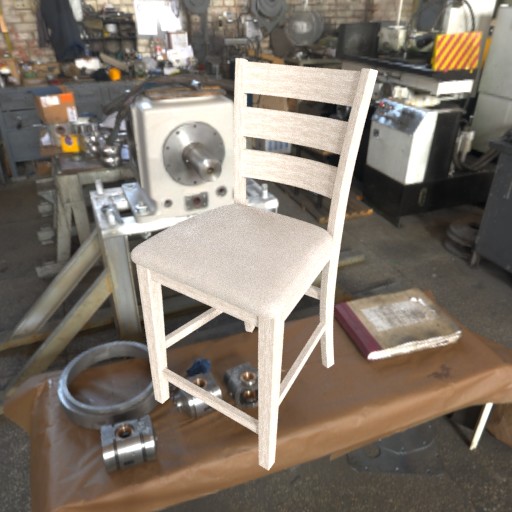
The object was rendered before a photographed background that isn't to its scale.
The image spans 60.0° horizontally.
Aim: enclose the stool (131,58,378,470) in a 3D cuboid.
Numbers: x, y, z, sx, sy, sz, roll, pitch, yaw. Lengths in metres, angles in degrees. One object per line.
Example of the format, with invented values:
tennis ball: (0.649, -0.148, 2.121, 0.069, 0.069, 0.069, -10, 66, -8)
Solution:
stool: (0.000, 0.000, 1.335, 0.484, 1.032, 0.569, 19, 35, 30)
